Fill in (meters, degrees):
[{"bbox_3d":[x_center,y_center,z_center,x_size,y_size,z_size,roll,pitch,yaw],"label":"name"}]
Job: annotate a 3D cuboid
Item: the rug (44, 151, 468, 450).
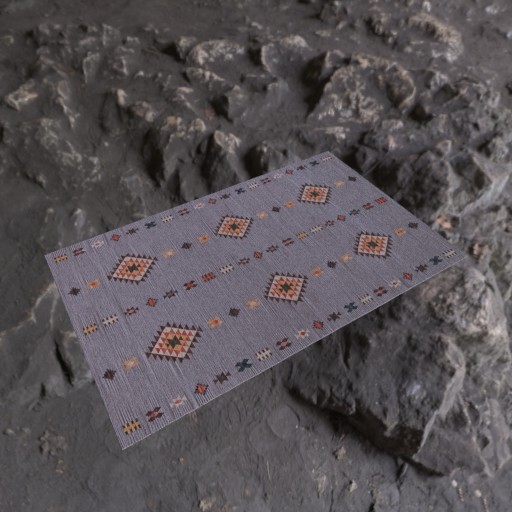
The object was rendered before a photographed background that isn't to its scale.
[{"bbox_3d":[0.000,0.000,2.993,2.427,0.007,1.515,-24,50,-22],"label":"rug"}]
